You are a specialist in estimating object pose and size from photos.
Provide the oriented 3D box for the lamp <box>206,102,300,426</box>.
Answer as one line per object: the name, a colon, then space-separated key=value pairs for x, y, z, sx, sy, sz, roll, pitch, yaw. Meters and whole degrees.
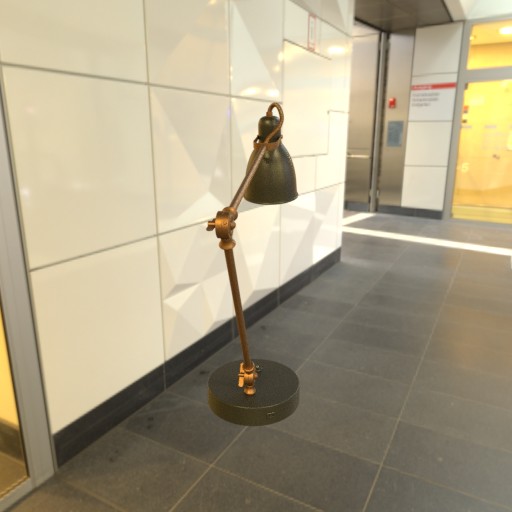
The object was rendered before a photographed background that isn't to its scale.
lamp: x=0.000 y=0.000 z=0.861 sx=0.187 sy=0.587 sz=0.561 roll=2 pitch=15 yaw=9
